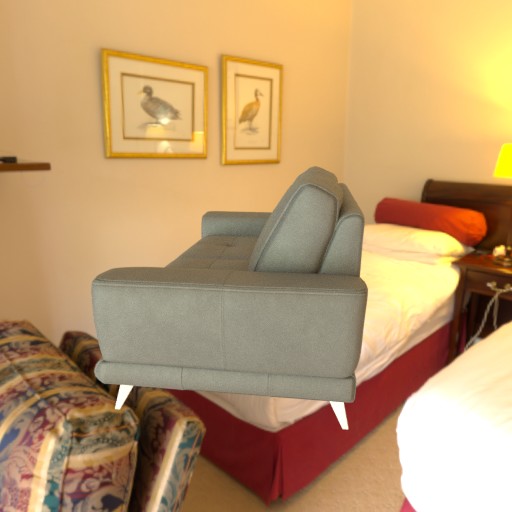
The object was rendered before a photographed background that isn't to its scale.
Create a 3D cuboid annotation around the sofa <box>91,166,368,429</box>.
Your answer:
[{"bbox_3d":[0.000,0.000,2.404,1.018,0.907,1.806,2,14,8],"label":"sofa"}]
